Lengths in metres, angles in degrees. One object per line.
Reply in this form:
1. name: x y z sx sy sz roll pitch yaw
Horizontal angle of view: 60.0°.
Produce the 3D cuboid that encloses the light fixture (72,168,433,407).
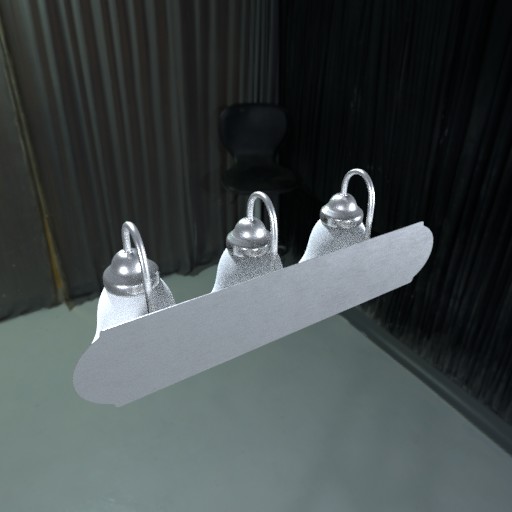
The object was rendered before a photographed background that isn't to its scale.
1. light fixture: 0.000 0.000 0.697 0.610 0.222 0.199 -17 34 -28
